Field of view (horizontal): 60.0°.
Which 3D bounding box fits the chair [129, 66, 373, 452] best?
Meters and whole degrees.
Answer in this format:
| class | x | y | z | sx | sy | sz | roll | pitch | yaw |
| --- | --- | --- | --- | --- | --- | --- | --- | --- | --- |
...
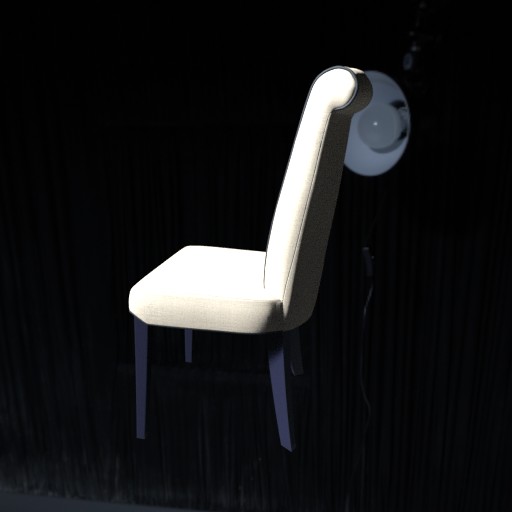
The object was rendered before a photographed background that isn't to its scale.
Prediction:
| class | x | y | z | sx | sy | sz | roll | pitch | yaw |
| --- | --- | --- | --- | --- | --- | --- | --- | --- | --- |
| chair | 0.000 | 0.000 | 1.343 | 0.623 | 0.997 | 0.522 | 2 | 15 | 9 |
